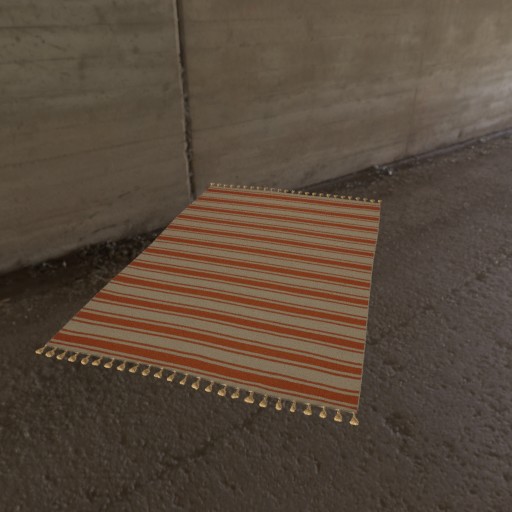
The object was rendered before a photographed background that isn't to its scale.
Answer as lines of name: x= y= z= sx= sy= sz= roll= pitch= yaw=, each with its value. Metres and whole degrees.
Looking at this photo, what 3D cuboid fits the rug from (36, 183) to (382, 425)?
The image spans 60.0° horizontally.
rug: x=0.000 y=0.000 z=2.985 sx=1.556 sy=0.022 sz=2.433 roll=8 pitch=31 yaw=14
